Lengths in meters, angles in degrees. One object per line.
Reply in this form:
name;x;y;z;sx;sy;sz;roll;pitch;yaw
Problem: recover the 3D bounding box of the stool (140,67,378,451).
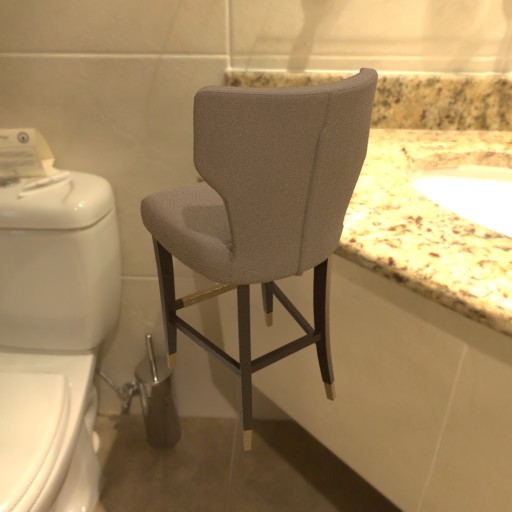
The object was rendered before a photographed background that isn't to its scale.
stool;0.000;0.000;1.383;0.526;1.092;0.563;-19;35;-29
